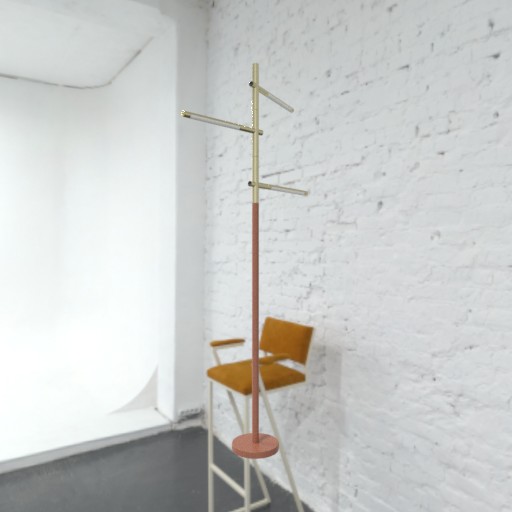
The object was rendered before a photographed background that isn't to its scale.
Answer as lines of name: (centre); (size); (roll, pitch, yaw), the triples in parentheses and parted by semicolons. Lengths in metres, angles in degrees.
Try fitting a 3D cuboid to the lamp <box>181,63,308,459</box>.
lamp: (0.000, 0.000, 1.971); (0.209, 1.704, 0.737); (0, 0, 36)
